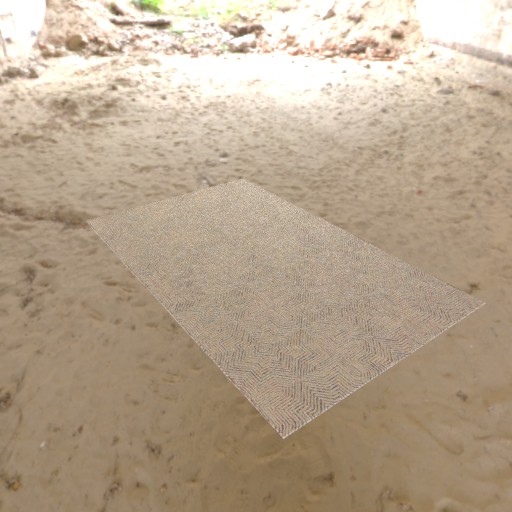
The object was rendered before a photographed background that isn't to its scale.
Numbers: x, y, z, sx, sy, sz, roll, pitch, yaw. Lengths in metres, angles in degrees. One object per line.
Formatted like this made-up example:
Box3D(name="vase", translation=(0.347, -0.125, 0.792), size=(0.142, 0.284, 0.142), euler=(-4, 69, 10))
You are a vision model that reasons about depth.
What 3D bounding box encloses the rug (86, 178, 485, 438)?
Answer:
Box3D(name="rug", translation=(0.000, 0.000, 3.018), size=(1.519, 0.007, 2.428), euler=(-21, 37, -31))
